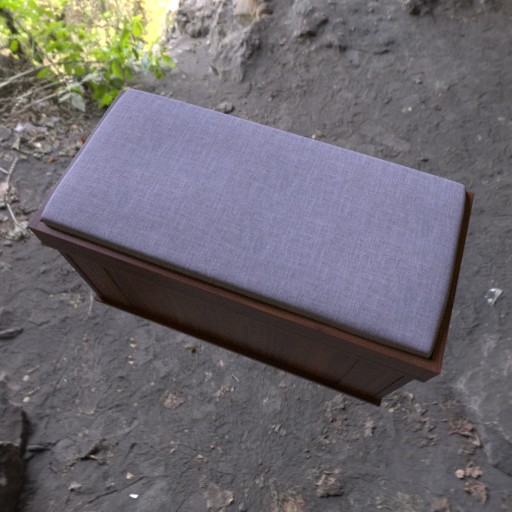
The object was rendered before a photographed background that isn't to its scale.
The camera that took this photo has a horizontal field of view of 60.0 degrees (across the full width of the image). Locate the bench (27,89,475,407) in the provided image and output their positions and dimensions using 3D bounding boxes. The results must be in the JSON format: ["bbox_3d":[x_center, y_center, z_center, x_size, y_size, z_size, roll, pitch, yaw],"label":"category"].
[{"bbox_3d":[0.000,0.000,0.985,0.734,0.461,0.362,19,65,9],"label":"bench"}]
